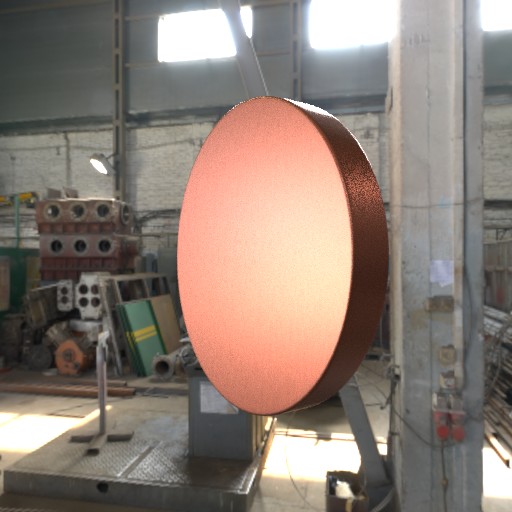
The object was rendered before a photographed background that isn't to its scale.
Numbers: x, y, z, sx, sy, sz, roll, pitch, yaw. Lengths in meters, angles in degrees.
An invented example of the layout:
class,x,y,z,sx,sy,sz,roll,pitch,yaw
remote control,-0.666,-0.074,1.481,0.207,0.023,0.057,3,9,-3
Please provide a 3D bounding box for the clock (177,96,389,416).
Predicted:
class,x,y,z,sx,sy,sz,roll,pitch,yaw
clock,0.000,0.000,0.463,0.040,0.313,0.313,0,-1,-34
